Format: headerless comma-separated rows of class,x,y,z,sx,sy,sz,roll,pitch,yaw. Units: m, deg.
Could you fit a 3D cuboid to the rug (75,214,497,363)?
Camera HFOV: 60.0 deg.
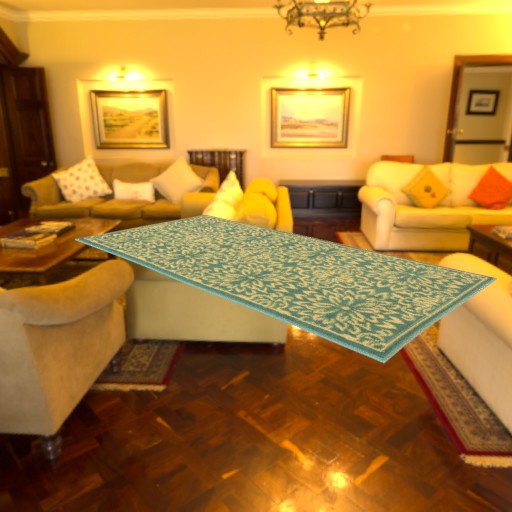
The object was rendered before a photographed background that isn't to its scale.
rug,0.000,0.000,1.387,1.219,0.007,0.604,16,23,42
